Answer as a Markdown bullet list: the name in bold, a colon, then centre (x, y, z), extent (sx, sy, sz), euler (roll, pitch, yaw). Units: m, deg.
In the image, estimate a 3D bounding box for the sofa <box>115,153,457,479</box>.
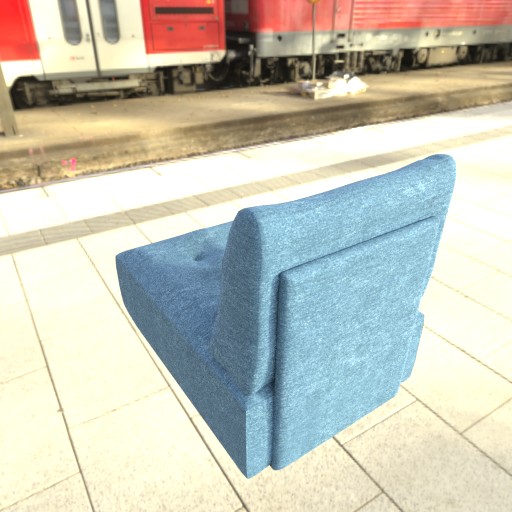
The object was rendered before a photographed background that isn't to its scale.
- **sofa**: centre (0.000, 0.000, 1.536), extent (0.700, 0.820, 1.000), euler (-19, 34, -30)
